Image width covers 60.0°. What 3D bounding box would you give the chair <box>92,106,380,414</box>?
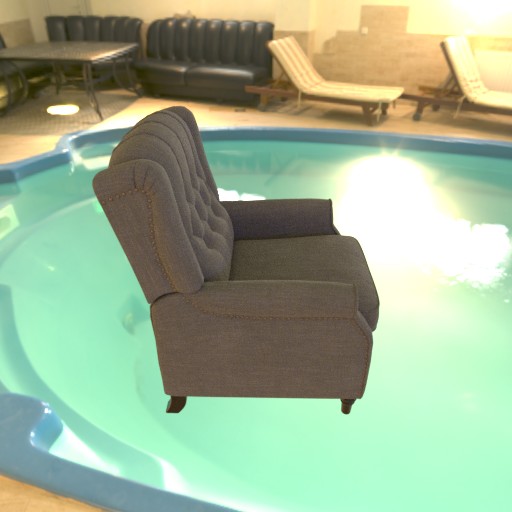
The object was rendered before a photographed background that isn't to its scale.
[{"bbox_3d":[0.000,0.000,1.709,0.898,1.035,0.742,1,32,1],"label":"chair"}]
